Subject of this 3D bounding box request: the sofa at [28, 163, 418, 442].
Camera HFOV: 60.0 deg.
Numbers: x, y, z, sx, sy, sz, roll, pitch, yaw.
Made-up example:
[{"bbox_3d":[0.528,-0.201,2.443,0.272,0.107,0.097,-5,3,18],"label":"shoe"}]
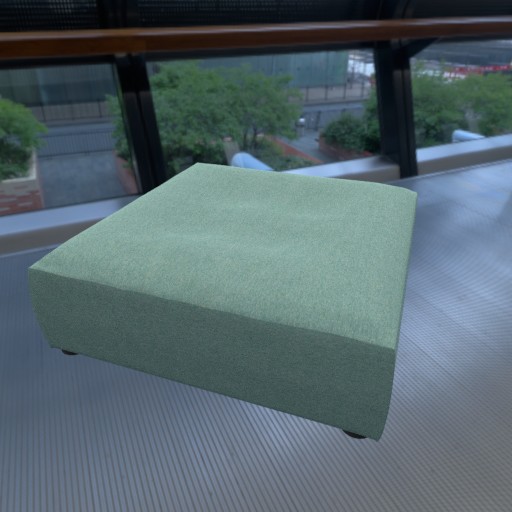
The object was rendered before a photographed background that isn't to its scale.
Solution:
[{"bbox_3d":[0.000,0.000,1.423,0.930,0.330,0.930,10,30,18],"label":"sofa"}]
